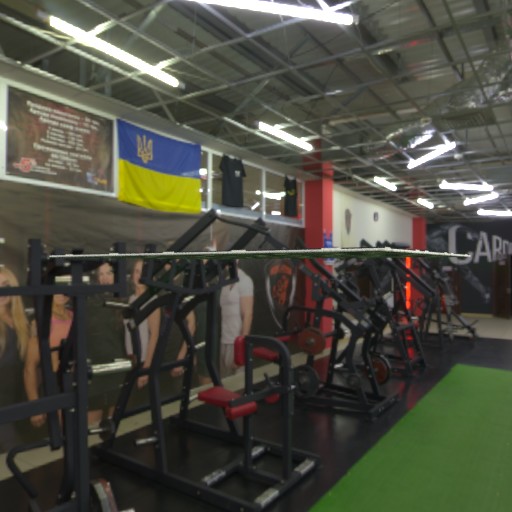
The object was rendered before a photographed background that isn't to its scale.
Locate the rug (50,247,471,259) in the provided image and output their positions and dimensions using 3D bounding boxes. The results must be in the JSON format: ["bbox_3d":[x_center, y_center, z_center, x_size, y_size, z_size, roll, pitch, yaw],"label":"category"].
[{"bbox_3d":[0.000,0.000,2.904,2.286,0.016,1.555,-1,-1,37],"label":"rug"}]
